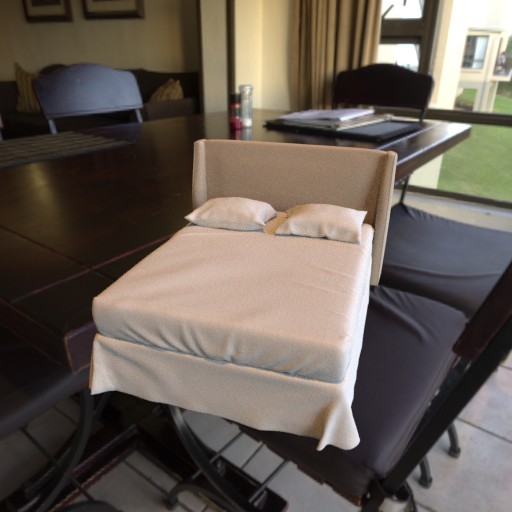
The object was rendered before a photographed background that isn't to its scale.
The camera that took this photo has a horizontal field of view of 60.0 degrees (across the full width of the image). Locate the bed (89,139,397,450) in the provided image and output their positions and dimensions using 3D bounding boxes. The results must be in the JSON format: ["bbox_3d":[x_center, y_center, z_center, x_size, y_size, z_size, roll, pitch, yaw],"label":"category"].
[{"bbox_3d":[0.000,0.000,3.482,1.925,1.332,2.276,8,27,16],"label":"bed"}]
